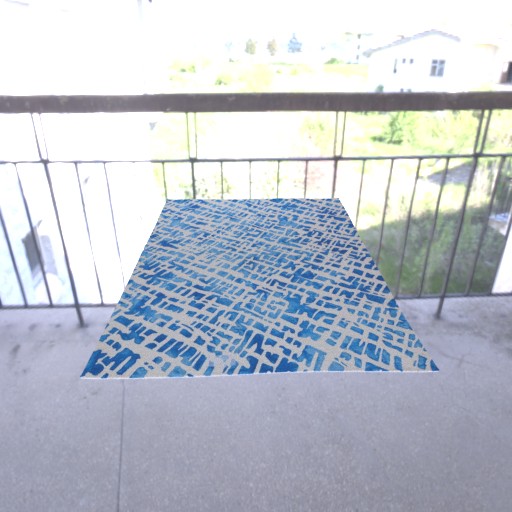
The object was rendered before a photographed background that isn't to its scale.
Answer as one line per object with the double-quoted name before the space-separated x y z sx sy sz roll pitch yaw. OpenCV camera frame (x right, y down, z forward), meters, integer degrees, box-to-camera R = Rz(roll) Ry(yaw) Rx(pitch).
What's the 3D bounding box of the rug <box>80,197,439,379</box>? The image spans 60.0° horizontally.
"rug" 0.000 0.000 2.300 1.209 0.011 1.830 -1 26 -1
